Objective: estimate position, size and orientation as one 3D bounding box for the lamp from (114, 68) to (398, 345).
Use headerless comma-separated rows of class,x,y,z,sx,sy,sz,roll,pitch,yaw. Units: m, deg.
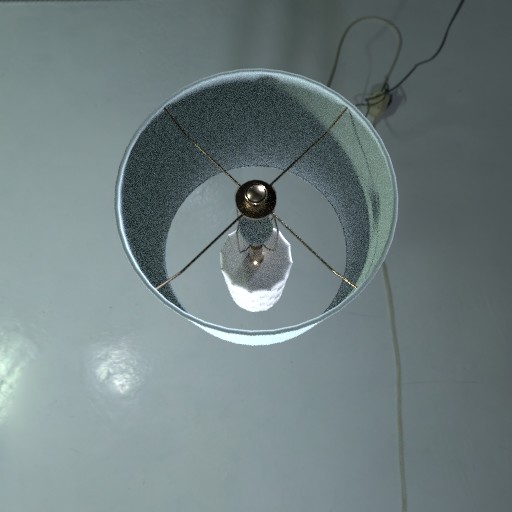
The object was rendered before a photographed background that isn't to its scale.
lamp,0.000,0.000,0.691,0.277,0.534,0.277,-7,77,-2
